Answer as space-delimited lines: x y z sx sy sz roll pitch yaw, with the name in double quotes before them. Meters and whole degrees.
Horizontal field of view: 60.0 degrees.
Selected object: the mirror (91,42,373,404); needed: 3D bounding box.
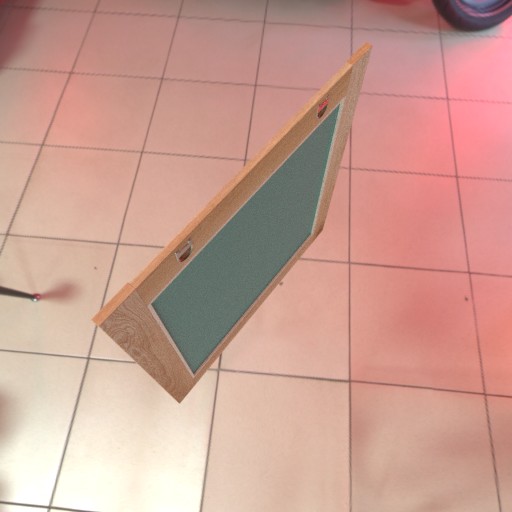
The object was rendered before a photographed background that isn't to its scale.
"mirror" 0.000 0.000 1.178 0.020 0.800 0.800 35 69 16
